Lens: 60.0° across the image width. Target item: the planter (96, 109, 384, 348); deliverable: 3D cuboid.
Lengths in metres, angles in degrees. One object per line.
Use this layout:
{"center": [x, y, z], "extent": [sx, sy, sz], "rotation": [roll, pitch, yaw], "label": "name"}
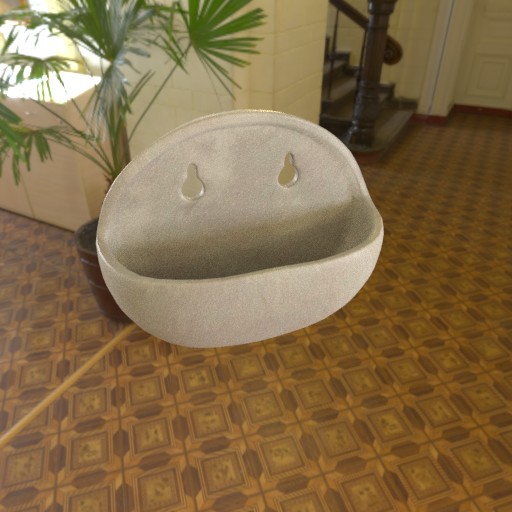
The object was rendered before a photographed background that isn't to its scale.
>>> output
{"center": [0.000, 0.000, 0.280], "extent": [0.190, 0.164, 0.073], "rotation": [-10, 35, -15], "label": "planter"}
